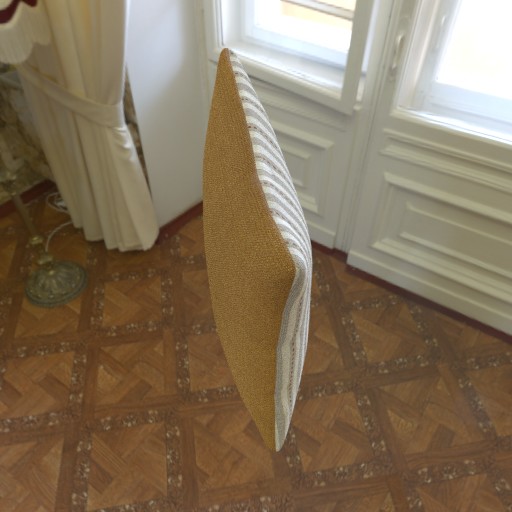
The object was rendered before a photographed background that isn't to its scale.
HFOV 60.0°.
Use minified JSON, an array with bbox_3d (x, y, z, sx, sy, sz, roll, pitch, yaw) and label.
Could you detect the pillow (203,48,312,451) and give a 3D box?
[{"bbox_3d":[0.000,0.000,0.654,0.147,0.437,0.432,-8,47,-7],"label":"pillow"}]
